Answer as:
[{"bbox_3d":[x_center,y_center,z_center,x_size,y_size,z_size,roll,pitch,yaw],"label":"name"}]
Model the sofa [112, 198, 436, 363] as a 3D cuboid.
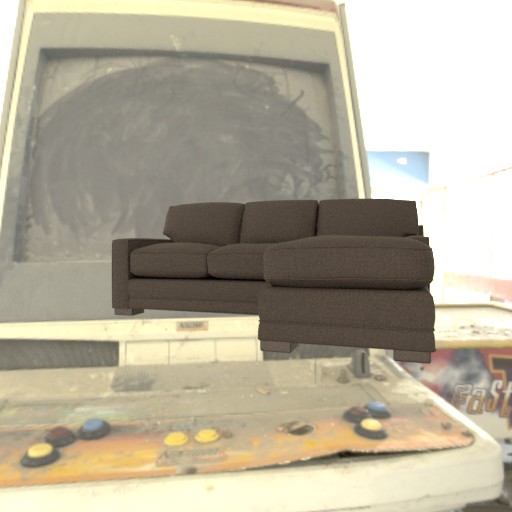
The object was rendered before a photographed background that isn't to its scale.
[{"bbox_3d":[0.000,0.000,3.231,2.370,0.973,1.790,0,1,19],"label":"sofa"}]
